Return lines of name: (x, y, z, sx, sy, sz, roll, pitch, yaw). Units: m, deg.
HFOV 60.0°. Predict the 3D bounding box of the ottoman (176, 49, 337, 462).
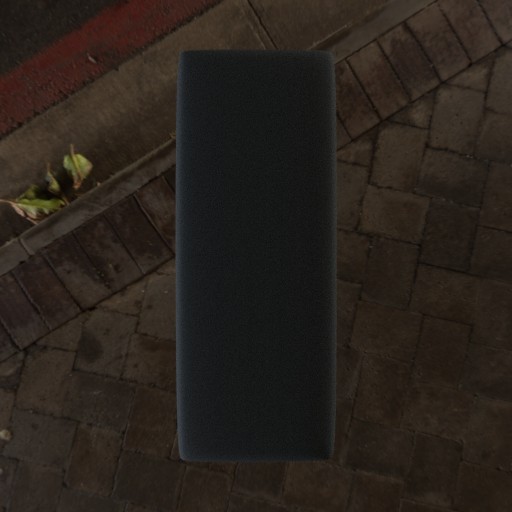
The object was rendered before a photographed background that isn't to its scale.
ottoman: (0.000, 0.000, 1.892, 0.646, 0.393, 1.609, 0, 90, 0)
